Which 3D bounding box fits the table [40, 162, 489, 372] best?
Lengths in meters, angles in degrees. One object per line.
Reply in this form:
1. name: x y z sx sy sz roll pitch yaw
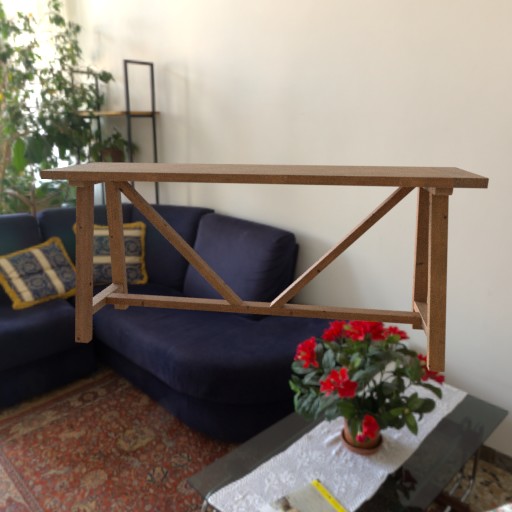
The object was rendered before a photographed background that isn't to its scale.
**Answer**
1. table: 0.000 0.000 2.090 1.800 0.810 0.465 3 16 9
